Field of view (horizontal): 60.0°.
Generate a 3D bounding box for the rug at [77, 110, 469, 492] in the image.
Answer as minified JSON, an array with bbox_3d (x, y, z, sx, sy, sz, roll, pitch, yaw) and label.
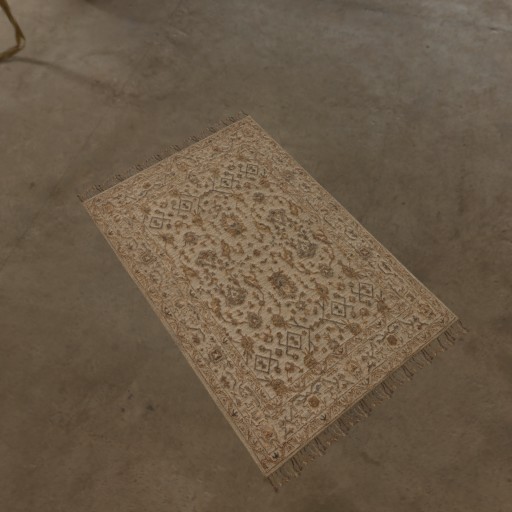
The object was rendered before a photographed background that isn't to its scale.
[{"bbox_3d":[0.000,0.000,3.017,1.529,0.027,2.434,-33,65,-17],"label":"rug"}]
